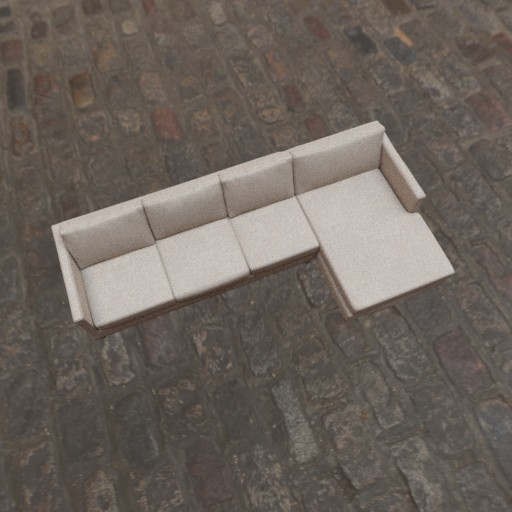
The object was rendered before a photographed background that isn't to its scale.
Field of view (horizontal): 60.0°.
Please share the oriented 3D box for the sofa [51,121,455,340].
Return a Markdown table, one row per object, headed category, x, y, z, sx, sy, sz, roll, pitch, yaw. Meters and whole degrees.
| category | x | y | z | sx | sy | sz | roll | pitch | yaw |
| --- | --- | --- | --- | --- | --- | --- | --- | --- | --- |
| sofa | 0.000 | 0.000 | 3.972 | 3.186 | 0.846 | 1.625 | -20 | 67 | -9 |
